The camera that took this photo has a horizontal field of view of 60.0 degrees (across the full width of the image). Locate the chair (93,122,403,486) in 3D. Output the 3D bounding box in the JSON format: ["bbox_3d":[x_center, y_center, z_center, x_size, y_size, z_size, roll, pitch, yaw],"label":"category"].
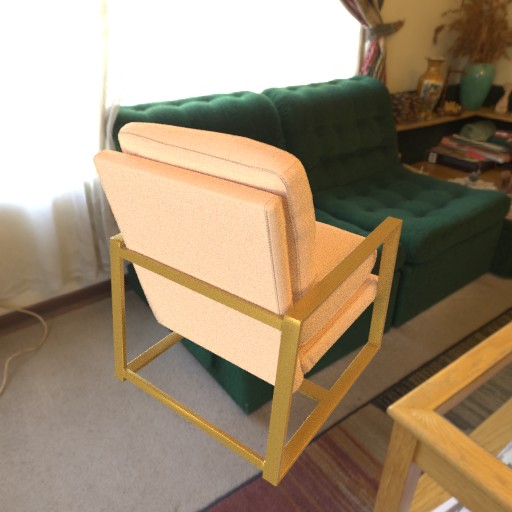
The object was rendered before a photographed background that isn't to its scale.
[{"bbox_3d":[0.000,0.000,1.563,0.758,0.956,0.813,20,35,32],"label":"chair"}]
